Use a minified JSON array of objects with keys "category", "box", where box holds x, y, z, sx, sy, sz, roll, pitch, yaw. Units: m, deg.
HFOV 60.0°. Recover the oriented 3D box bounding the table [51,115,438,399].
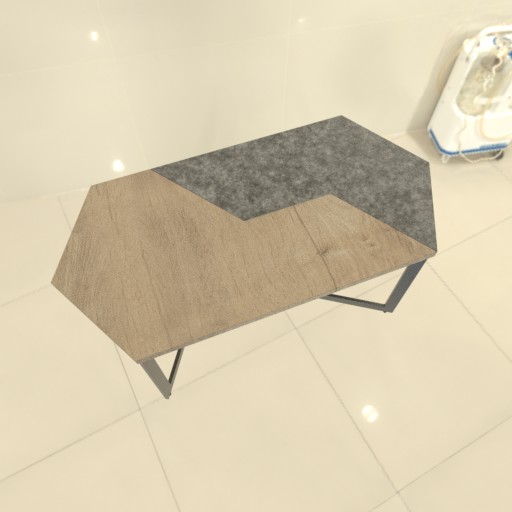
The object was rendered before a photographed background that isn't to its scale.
[{"category":"table","box":[0.000,0.000,1.535,1.219,0.457,0.609,-18,61,-11]}]
